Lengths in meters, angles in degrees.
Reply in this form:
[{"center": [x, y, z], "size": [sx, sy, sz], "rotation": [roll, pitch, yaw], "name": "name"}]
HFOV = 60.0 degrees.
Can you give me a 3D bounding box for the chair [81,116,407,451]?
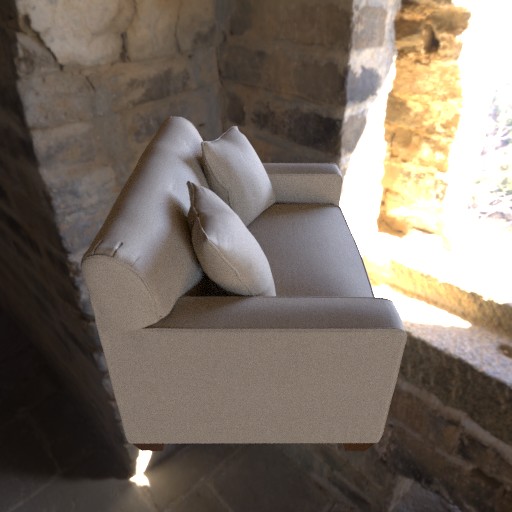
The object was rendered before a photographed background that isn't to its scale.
[{"center": [0.000, 0.000, 2.006], "size": [1.000, 0.948, 1.383], "rotation": [0, 33, 0], "name": "chair"}]
